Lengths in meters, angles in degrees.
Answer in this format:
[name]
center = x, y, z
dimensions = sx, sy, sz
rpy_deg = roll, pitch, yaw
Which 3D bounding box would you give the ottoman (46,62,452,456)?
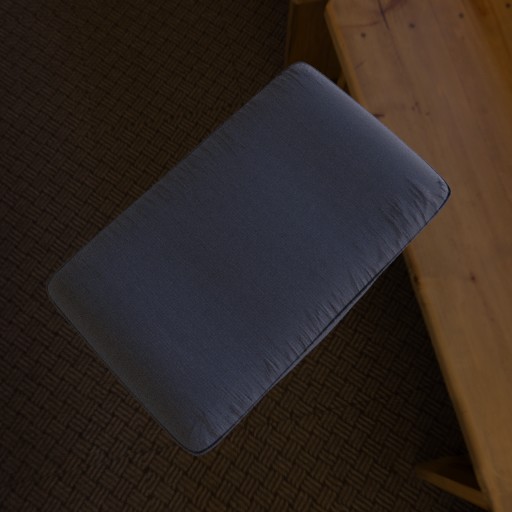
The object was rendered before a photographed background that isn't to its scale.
[ottoman]
center = 0.000, 0.000, 1.215
dimensions = 0.885, 0.438, 0.570
rpy_deg = -44, 80, -10
